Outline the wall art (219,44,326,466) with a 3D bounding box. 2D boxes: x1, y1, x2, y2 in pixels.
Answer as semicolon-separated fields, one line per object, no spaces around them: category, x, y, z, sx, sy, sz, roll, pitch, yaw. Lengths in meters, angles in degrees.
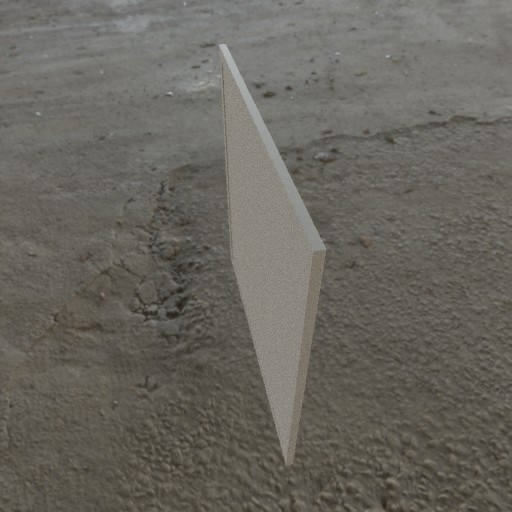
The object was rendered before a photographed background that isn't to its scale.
wall art;0.000;0.000;0.971;0.015;0.660;0.660;-9;46;-9
